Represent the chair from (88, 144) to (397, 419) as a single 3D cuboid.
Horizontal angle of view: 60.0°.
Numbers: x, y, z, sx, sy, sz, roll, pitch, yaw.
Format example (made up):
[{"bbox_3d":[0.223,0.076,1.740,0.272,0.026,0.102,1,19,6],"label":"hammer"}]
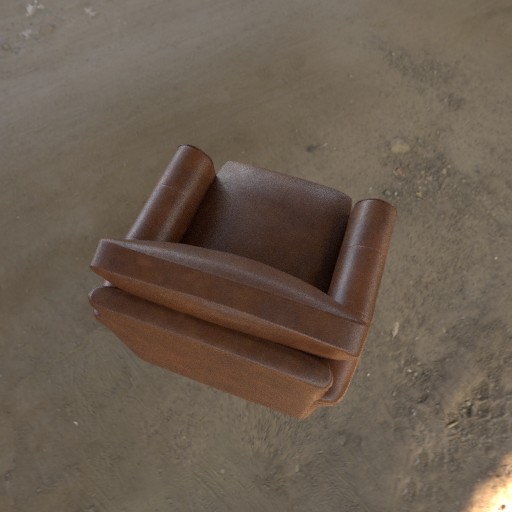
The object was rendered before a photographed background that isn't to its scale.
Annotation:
[{"bbox_3d":[0.000,0.000,1.802,0.989,0.972,0.992,18,64,9],"label":"chair"}]
